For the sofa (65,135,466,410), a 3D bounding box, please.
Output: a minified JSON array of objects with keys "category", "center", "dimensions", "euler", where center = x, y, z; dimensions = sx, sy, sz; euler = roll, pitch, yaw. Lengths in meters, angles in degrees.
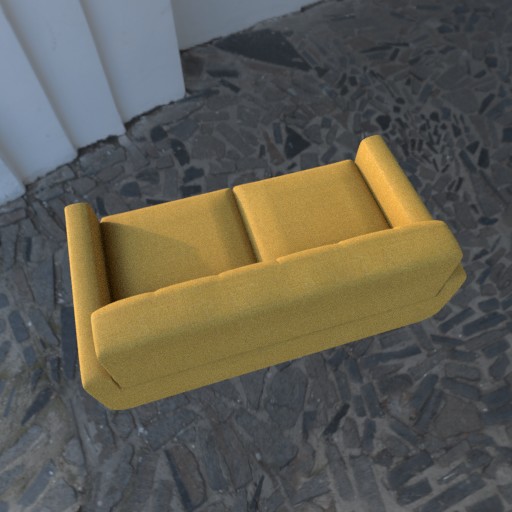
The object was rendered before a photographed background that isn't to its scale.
[{"category":"sofa","center":[0.000,0.000,2.114],"dimensions":[1.631,0.841,0.909],"euler":[-15,60,-8]}]
